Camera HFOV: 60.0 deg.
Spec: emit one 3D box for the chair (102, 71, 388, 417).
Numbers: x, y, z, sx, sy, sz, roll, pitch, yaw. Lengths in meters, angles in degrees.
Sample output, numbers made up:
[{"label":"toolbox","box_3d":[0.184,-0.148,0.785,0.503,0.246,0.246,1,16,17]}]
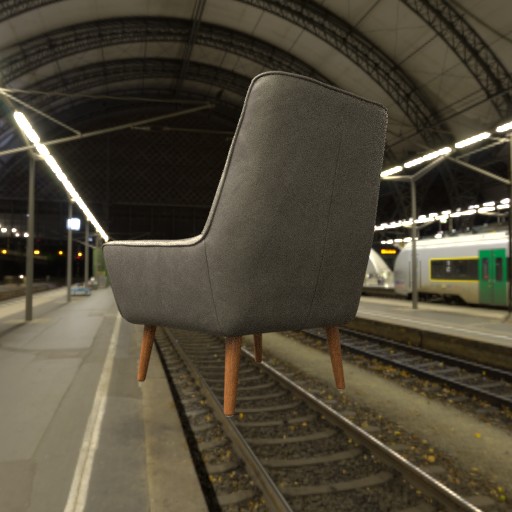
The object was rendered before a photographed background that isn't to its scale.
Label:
[{"label":"chair","box_3d":[0.000,0.000,1.488,0.787,0.888,0.822,1,-2,-37]}]
